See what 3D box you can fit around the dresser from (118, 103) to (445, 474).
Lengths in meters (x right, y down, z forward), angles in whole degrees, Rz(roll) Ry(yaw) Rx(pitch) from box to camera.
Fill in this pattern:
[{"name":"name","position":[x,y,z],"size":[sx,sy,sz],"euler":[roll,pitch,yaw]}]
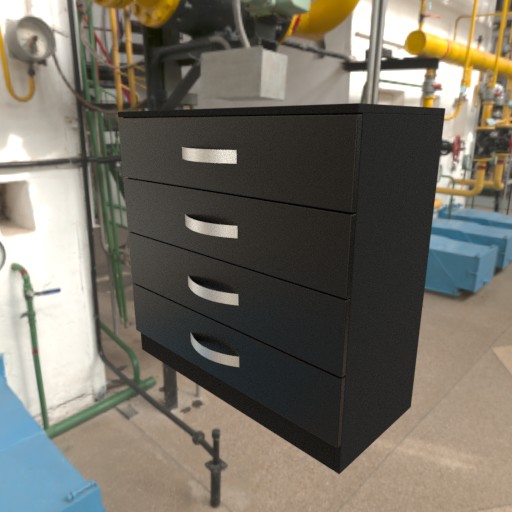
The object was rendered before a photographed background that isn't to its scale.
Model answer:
[{"name":"dresser","position":[0.000,0.000,1.151],"size":[0.750,0.720,0.360],"euler":[16,23,42]}]
